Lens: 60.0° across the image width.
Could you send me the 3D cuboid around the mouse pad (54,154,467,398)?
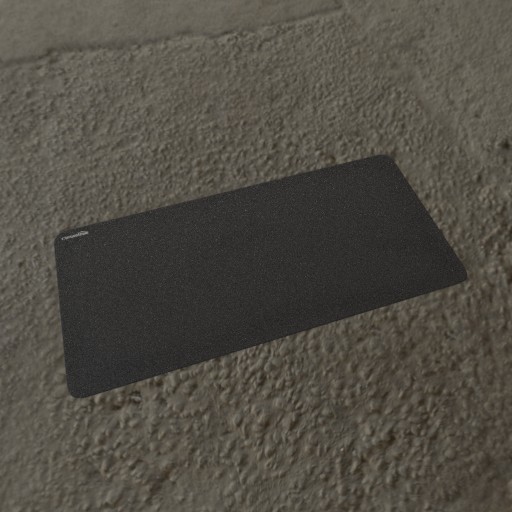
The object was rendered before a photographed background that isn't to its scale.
[{"bbox_3d":[0.000,0.000,1.050,0.907,0.003,0.424,-15,59,-9],"label":"mouse pad"}]
